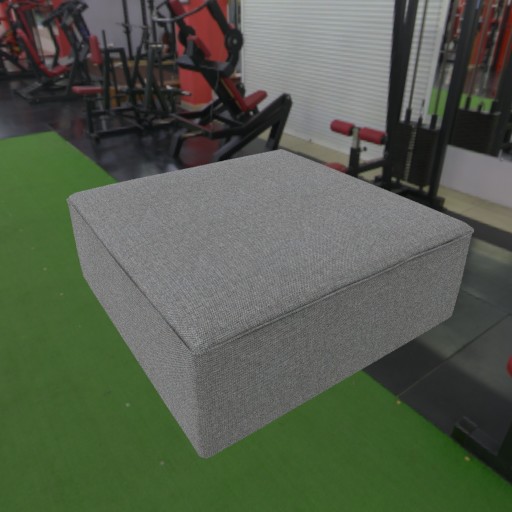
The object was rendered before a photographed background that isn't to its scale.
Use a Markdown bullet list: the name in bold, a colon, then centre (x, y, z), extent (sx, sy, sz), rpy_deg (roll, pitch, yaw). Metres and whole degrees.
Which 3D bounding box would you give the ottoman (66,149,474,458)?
- **ottoman**: centre (0.000, 0.000, 1.580), extent (1.017, 0.423, 1.023), rpy_deg (-19, 35, -29)
